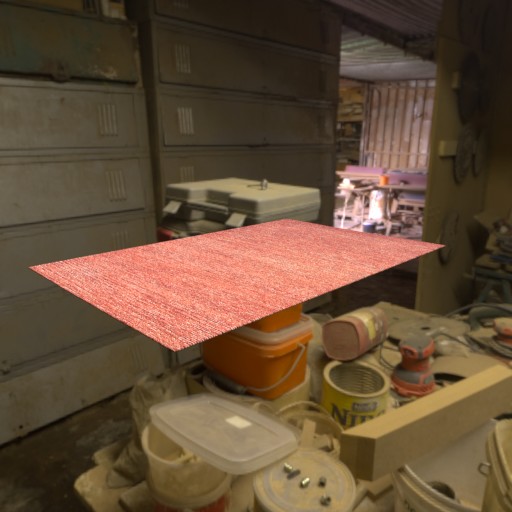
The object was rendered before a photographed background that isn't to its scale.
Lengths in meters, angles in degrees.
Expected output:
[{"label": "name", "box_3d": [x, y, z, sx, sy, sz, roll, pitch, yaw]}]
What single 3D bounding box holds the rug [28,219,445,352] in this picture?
[{"label": "rug", "box_3d": [0.000, 0.000, 2.187, 1.747, 0.011, 1.139, -14, 21, -43]}]
